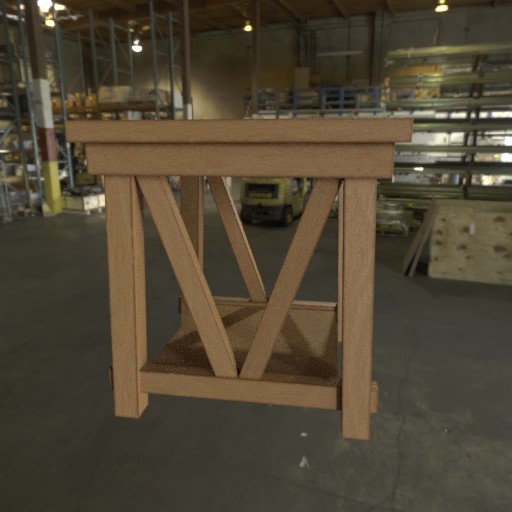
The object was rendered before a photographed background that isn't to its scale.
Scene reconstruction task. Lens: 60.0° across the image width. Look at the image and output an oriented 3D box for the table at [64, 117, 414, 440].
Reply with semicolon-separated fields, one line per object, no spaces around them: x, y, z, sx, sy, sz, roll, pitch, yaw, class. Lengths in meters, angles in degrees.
0.000;0.000;1.131;0.612;0.638;0.610;2;14;9;table
